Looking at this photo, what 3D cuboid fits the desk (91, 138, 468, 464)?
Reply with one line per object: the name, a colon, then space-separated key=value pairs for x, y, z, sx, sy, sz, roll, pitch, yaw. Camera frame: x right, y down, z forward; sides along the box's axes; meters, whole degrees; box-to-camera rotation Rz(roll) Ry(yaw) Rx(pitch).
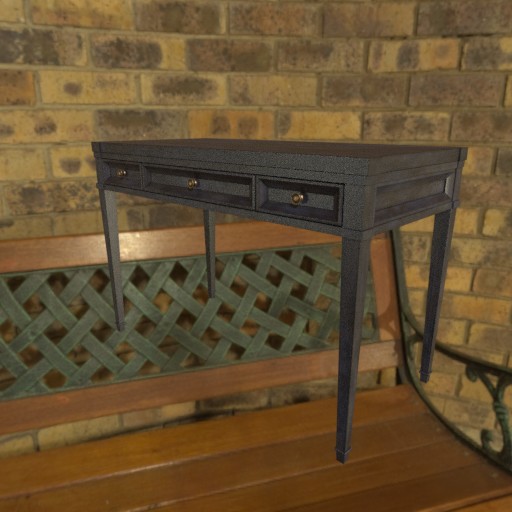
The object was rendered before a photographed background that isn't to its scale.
desk: x=0.000 y=0.000 z=1.757 sx=1.289 sy=0.861 sz=0.630 roll=15 pitch=22 yaw=41
